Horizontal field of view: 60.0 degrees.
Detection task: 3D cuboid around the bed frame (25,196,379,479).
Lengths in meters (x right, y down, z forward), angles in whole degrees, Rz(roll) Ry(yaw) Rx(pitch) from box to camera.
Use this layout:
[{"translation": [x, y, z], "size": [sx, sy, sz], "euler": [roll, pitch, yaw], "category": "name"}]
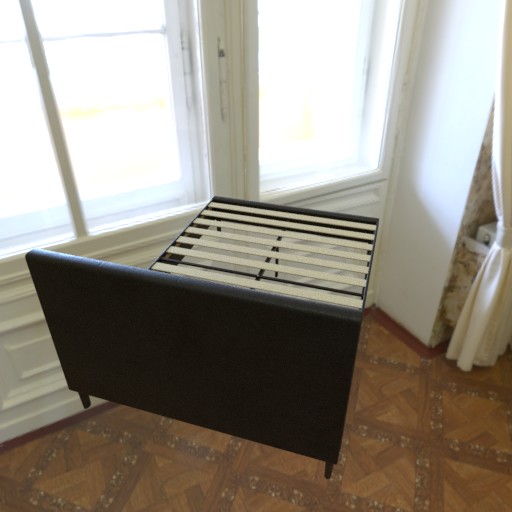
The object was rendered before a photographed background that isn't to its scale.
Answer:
[{"translation": [0.000, 0.000, 2.908], "size": [1.469, 1.046, 2.152], "euler": [10, 34, 15], "category": "bed frame"}]
